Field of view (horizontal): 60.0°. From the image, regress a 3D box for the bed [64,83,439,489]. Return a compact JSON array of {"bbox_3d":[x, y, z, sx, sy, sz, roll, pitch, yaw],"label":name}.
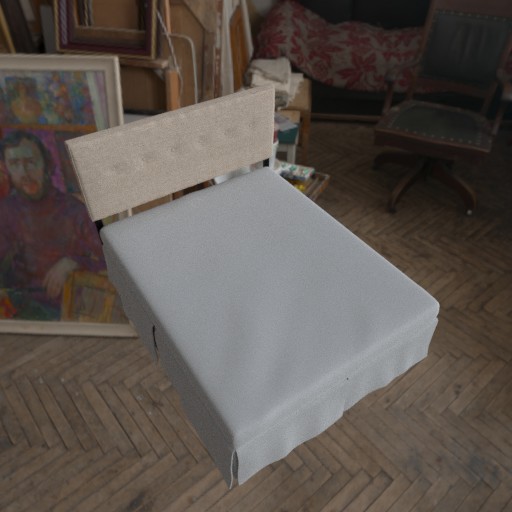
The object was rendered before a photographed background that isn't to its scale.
[{"bbox_3d":[0.000,0.000,2.928,1.643,1.270,1.978,-25,49,-24],"label":"bed"}]
